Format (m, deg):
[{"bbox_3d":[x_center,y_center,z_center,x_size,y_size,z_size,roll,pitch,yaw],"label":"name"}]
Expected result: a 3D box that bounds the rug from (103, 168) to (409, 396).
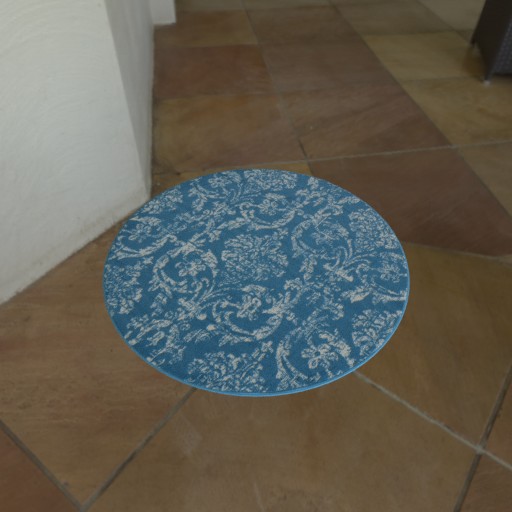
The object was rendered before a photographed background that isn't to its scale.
[{"bbox_3d":[0.000,0.000,2.365,1.593,0.012,1.593,0,46,0],"label":"rug"}]
